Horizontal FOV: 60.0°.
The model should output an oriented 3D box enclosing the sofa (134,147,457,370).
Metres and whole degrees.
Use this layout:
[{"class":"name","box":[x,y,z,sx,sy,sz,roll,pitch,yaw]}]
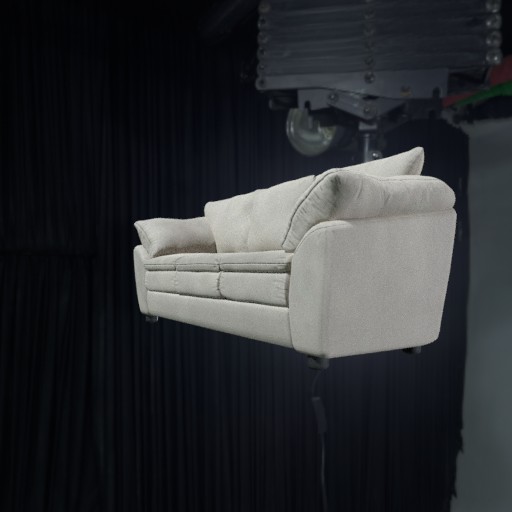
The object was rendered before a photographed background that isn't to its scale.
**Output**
[{"class":"sofa","box":[0.000,0.000,2.828,0.878,0.996,2.334,1,-2,-34]}]
